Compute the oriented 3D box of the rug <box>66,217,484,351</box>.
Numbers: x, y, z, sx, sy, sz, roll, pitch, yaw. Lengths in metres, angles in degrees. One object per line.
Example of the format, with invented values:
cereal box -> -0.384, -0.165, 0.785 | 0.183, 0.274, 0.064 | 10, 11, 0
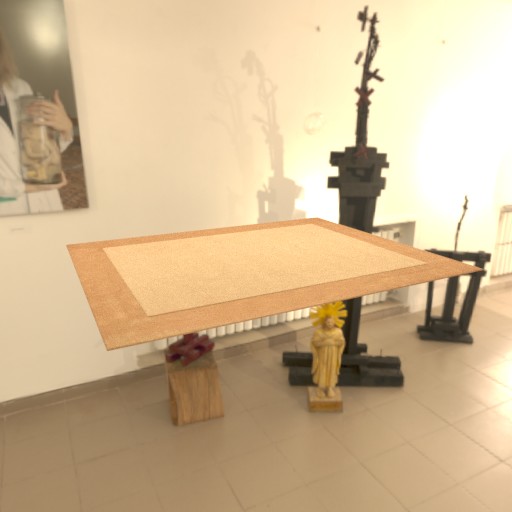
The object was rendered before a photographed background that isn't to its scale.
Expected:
rug -> 0.000, 0.000, 4.091 | 3.048, 0.014, 2.438 | -8, 18, -26
